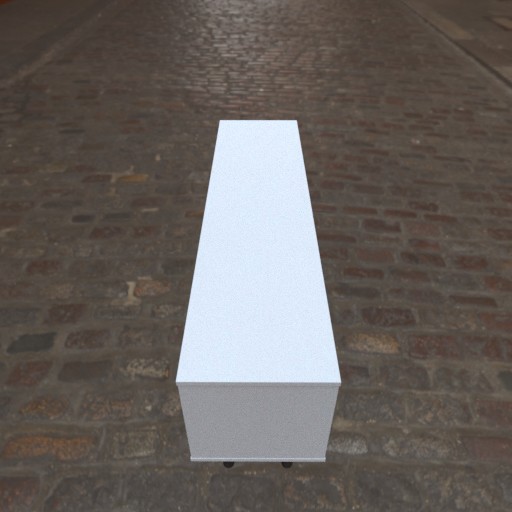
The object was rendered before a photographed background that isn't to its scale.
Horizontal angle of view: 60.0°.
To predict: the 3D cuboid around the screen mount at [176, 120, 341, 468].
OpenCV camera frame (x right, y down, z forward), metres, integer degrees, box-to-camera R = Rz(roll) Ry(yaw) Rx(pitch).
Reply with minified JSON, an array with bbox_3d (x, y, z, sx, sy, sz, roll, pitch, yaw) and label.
[{"bbox_3d":[0.000,0.000,1.855,0.418,0.520,1.600,0,39,0],"label":"screen mount"}]
